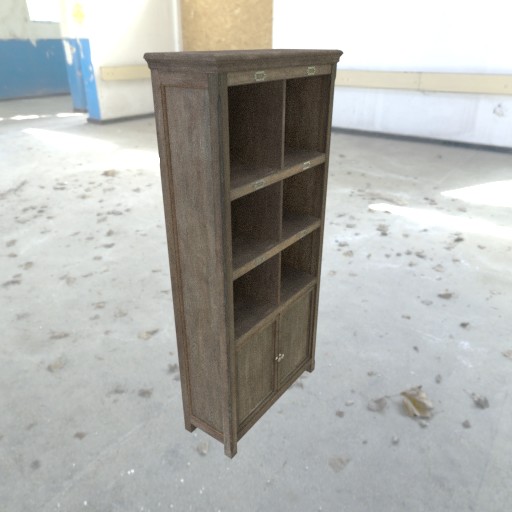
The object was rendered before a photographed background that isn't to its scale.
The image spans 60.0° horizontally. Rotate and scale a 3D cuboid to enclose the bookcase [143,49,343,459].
[{"bbox_3d":[0.000,0.000,2.238,0.348,1.880,0.906,18,31,32],"label":"bookcase"}]
